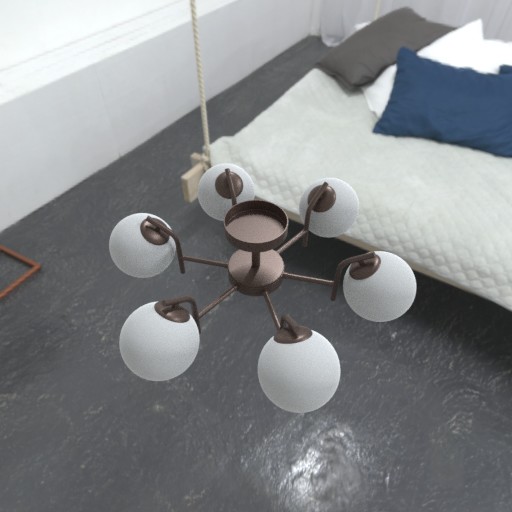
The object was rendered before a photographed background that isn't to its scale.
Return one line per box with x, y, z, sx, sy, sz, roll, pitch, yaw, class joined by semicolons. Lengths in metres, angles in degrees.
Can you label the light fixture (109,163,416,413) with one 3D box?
0.000;0.000;0.930;0.662;0.201;0.662;0;46;0;light fixture
